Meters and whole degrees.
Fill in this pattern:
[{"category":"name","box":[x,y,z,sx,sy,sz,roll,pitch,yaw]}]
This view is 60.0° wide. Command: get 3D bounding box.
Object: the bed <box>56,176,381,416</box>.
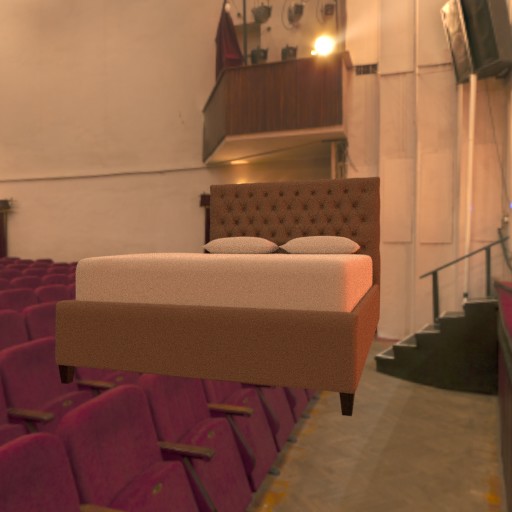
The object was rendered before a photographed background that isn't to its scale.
[{"category":"bed","box":[0.000,0.000,3.290,1.696,1.426,2.233,0,1,18]}]
